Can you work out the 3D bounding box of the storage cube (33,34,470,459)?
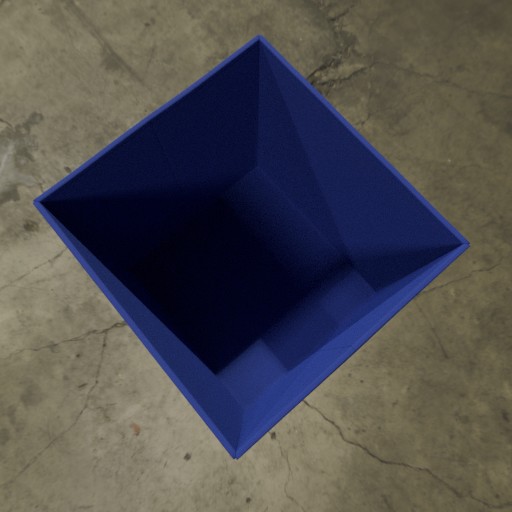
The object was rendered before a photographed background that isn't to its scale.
[{"bbox_3d":[0.000,0.000,0.501,0.270,0.280,0.270,-40,80,-9],"label":"storage cube"}]
